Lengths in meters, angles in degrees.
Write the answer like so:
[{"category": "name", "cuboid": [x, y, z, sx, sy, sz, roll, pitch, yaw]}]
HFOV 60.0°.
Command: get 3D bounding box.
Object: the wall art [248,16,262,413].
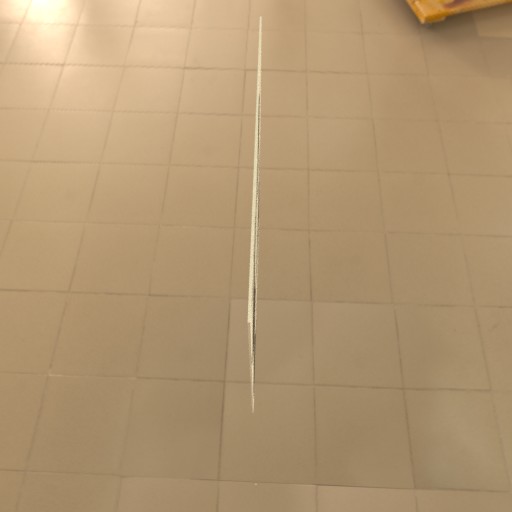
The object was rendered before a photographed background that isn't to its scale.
[{"category": "wall art", "cuboid": [0.000, 0.000, 0.801, 0.003, 0.609, 0.457, 2, 63, 1]}]
